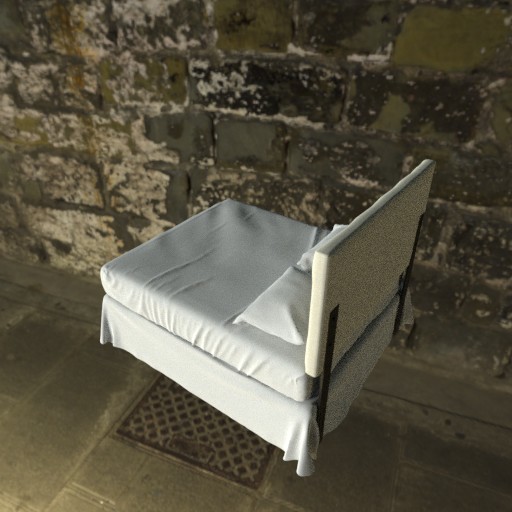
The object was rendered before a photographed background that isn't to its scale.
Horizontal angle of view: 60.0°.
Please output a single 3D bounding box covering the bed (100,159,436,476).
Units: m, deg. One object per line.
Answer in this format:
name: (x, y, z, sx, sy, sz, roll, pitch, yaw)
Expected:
bed: (0.000, 0.000, 3.574, 2.222, 1.577, 1.936, 21, 38, 30)
